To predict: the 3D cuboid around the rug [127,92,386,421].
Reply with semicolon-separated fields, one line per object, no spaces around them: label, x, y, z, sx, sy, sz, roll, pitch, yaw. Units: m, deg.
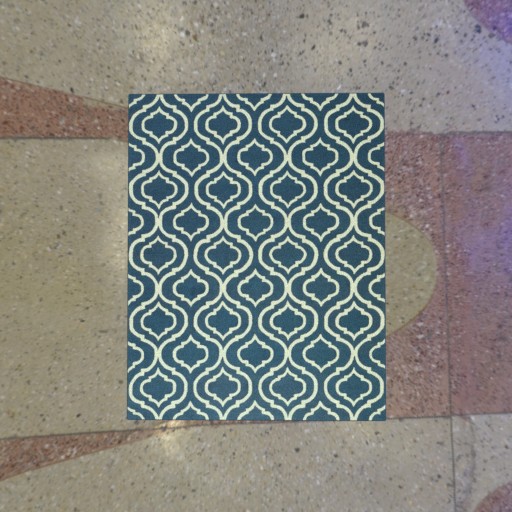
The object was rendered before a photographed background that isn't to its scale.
rug;0.000;0.000;3.907;2.270;0.020;2.881;0;89;1
